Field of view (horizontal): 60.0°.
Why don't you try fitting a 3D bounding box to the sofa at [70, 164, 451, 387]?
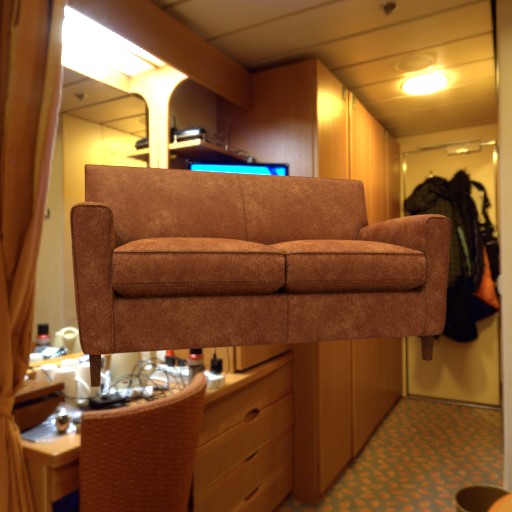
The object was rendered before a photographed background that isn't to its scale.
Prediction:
[{"bbox_3d":[0.000,0.000,1.965,1.473,0.871,0.787,0,-1,-17],"label":"sofa"}]
